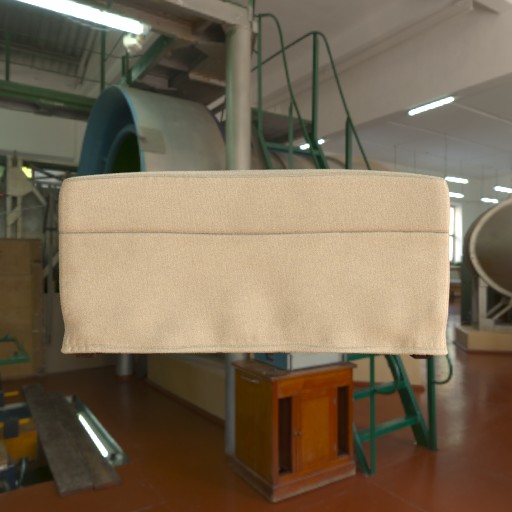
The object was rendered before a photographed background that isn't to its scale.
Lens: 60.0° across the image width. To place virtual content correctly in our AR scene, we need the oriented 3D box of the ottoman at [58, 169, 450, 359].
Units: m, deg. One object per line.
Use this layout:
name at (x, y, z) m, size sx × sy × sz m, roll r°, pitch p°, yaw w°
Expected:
ottoman at (0.000, 0.000, 1.324) m, size 0.842 × 0.441 × 0.843 m, roll 0°, pitch -1°, yaw 1°
